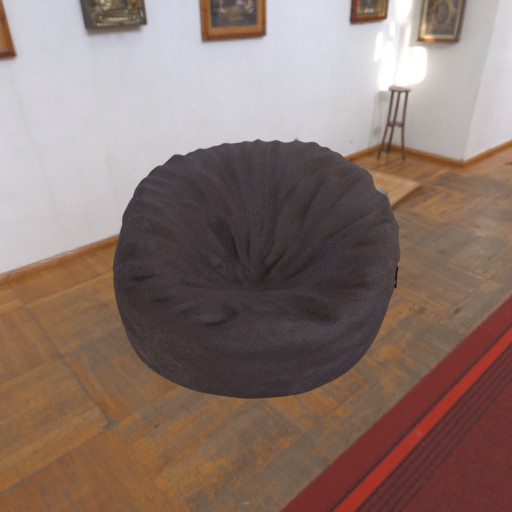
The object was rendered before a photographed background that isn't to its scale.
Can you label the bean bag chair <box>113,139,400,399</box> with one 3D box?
[{"bbox_3d":[0.000,0.000,2.025,1.245,0.821,1.245,0,30,0],"label":"bean bag chair"}]
